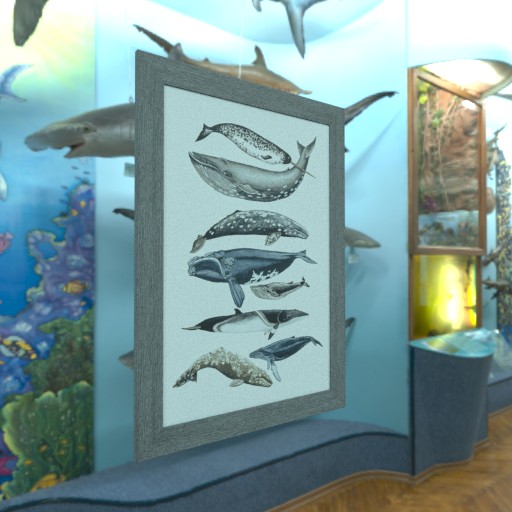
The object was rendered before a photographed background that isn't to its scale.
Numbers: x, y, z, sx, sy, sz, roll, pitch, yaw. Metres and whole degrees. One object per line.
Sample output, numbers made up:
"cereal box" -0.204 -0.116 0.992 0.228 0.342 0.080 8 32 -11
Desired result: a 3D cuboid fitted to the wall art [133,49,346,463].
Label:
"wall art" 0.000 0.000 1.376 0.768 1.070 0.020 1 -1 -35
